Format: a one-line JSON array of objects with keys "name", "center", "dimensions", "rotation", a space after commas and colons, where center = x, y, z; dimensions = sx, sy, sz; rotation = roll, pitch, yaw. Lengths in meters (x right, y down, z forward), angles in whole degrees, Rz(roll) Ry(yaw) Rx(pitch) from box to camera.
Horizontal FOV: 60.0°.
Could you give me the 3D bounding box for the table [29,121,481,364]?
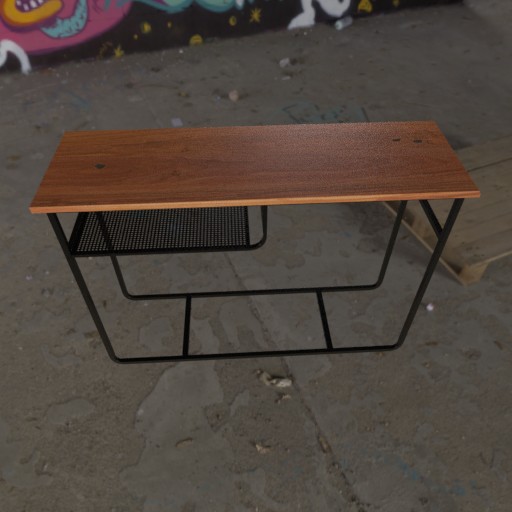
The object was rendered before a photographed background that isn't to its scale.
[{"name": "table", "center": [0.000, 0.000, 1.465], "dimensions": [1.100, 0.750, 0.350], "rotation": [-2, 46, -2]}]
